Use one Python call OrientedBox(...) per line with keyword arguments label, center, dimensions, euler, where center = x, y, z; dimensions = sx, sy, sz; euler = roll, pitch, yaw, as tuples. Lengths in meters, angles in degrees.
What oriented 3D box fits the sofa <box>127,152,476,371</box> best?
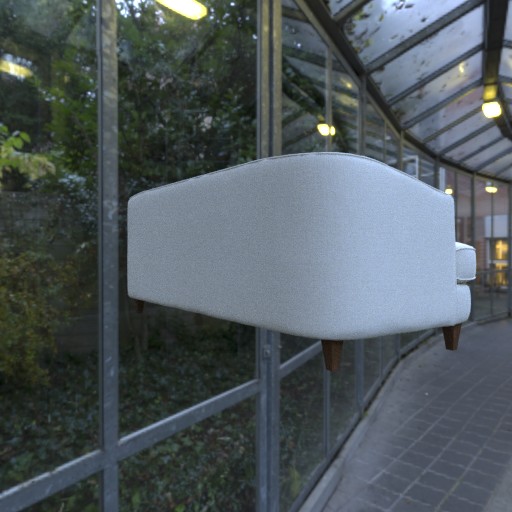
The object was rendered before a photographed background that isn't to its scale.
OrientedBox(label="sofa", center=(0.000, 0.000, 2.692), dimensions=(0.941, 0.855, 2.278), euler=(0, 1, -36))
